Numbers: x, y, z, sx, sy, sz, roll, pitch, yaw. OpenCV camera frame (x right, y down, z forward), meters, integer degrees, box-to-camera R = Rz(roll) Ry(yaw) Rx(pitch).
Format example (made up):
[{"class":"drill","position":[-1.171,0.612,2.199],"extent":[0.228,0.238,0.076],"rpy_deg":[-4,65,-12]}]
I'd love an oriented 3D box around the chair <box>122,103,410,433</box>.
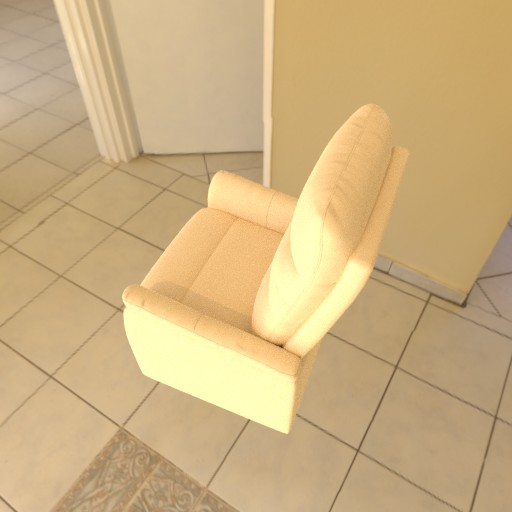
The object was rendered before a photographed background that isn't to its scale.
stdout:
[{"class":"chair","position":[0.000,0.000,1.629],"extent":[0.831,1.082,0.775],"rpy_deg":[17,50,15]}]
